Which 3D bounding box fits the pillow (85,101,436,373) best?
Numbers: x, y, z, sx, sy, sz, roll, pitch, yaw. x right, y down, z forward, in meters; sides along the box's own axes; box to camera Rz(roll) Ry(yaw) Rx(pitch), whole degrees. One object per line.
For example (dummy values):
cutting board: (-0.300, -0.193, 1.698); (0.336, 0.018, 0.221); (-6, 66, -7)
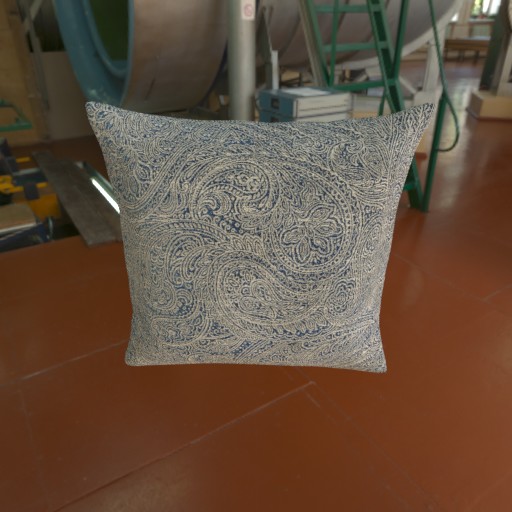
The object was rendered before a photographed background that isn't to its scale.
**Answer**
pillow: (0.000, 0.000, 0.769); (0.523, 0.510, 0.166); (1, 29, 1)
